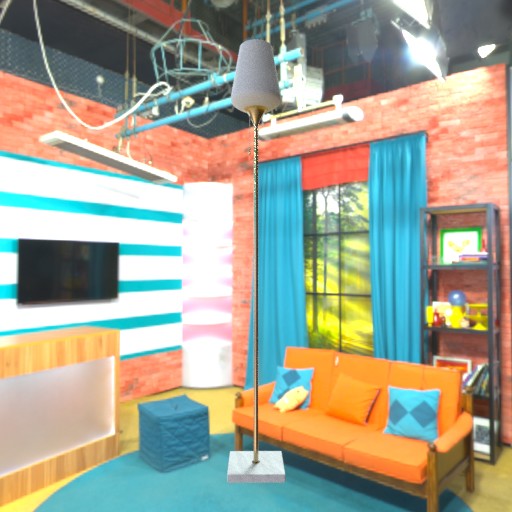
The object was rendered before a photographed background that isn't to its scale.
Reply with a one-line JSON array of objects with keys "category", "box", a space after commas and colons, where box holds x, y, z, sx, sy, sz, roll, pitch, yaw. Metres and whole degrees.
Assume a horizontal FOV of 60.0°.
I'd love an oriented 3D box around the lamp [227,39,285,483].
[{"category": "lamp", "box": [0.000, 0.000, 1.904, 0.232, 1.813, 0.229, 0, -2, -1]}]
